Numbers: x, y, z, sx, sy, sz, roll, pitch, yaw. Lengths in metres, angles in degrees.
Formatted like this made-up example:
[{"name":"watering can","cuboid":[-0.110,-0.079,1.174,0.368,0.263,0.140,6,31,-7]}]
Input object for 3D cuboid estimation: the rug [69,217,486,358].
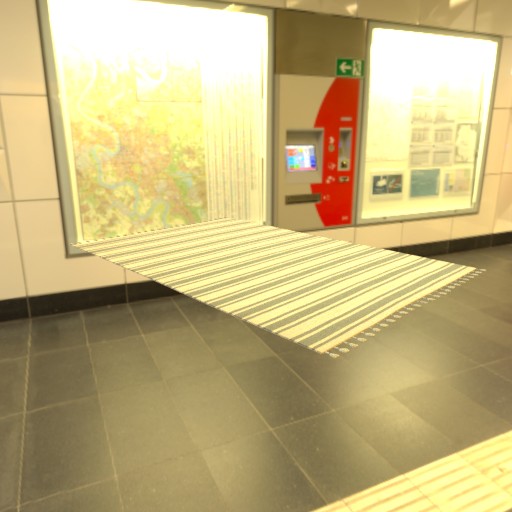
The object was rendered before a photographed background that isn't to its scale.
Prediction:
[{"name":"rug","cuboid":[0.000,0.000,2.972,1.539,0.011,2.410,-15,22,-42]}]
